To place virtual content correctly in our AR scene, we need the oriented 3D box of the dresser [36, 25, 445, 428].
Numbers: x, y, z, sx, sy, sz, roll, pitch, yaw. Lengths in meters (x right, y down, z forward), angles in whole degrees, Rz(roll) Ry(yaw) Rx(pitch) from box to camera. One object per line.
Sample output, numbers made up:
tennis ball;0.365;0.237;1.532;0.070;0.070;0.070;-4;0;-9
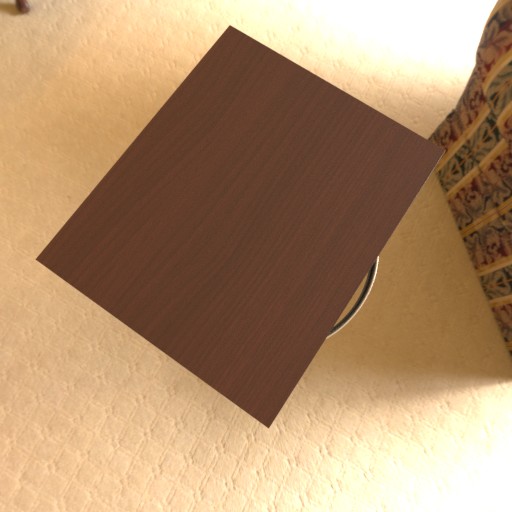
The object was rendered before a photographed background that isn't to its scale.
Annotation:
dresser;0.000;0.000;0.768;0.360;0.470;0.400;34;78;8
